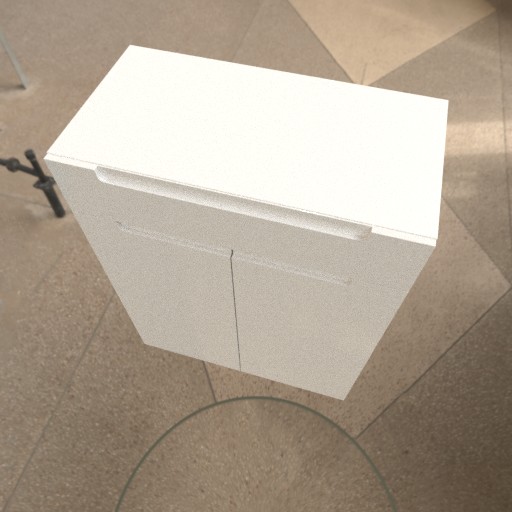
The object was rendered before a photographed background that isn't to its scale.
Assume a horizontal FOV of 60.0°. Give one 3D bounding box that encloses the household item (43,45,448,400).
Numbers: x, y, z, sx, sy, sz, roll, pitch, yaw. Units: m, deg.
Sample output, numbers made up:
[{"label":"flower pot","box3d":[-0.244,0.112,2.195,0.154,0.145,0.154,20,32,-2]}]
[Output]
[{"label":"household item","box3d":[0.000,0.000,1.379,0.790,1.010,0.420,14,58,9]}]
